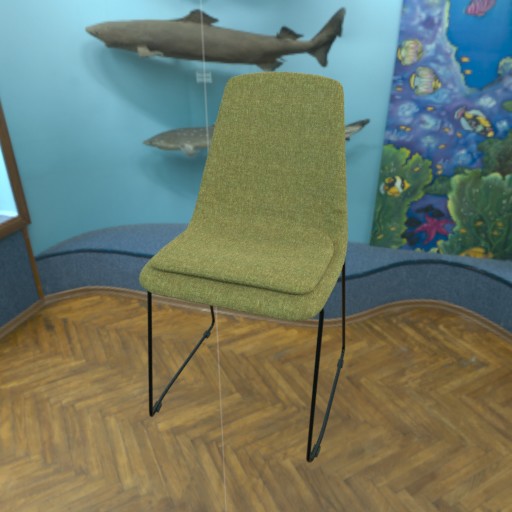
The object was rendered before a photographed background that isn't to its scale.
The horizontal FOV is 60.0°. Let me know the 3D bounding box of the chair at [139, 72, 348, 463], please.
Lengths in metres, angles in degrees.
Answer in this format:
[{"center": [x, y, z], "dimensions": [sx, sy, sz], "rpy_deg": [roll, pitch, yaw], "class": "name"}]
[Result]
[{"center": [0.000, 0.000, 1.151], "dimensions": [0.479, 0.849, 0.496], "rpy_deg": [9, 29, 17], "class": "chair"}]
